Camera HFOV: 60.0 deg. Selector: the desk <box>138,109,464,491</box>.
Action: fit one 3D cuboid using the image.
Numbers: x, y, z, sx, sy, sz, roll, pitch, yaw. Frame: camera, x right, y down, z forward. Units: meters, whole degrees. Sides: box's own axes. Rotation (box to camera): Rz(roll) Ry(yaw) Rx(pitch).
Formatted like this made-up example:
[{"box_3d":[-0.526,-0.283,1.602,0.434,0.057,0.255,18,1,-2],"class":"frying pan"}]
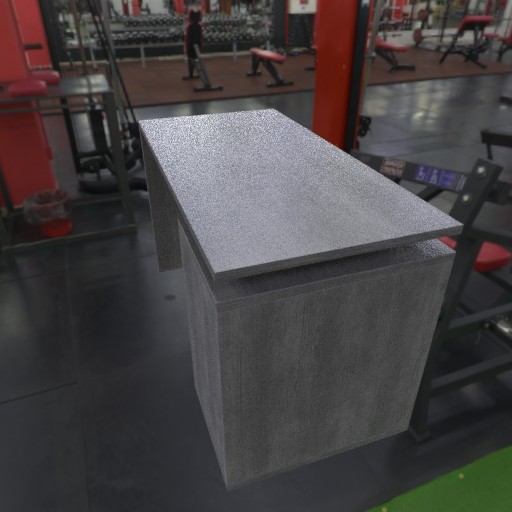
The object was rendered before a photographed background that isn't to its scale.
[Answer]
[{"box_3d":[0.000,0.000,1.622,0.600,0.740,1.200,-11,33,-17],"class":"desk"}]
